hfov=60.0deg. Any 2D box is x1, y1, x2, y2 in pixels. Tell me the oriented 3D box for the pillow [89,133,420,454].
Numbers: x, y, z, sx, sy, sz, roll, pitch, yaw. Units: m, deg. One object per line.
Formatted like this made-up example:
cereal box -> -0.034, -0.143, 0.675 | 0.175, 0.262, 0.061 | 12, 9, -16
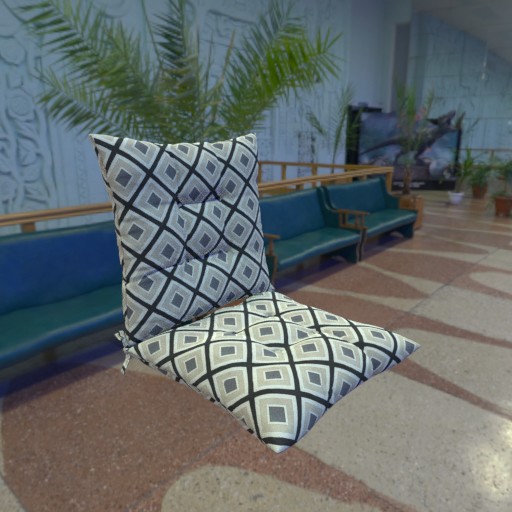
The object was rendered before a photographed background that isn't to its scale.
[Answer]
pillow -> 0.000, 0.000, 0.999 | 0.585, 0.536, 0.541 | 14, 21, 42
